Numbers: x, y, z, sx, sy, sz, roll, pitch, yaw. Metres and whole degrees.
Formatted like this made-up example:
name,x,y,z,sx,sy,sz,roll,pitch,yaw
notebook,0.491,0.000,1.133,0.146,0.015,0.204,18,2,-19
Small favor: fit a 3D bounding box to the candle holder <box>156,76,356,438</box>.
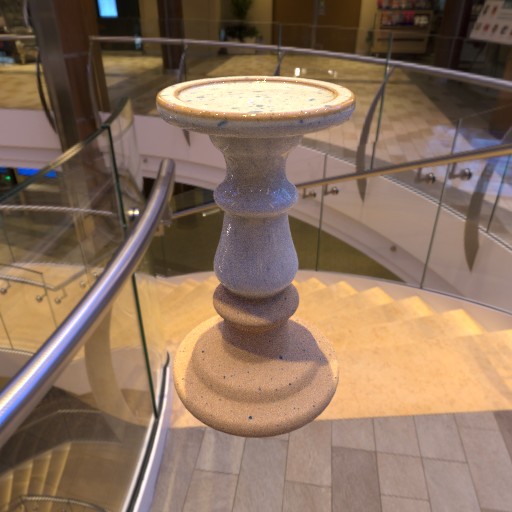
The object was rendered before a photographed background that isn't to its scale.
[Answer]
name,x,y,z,sx,sy,sz,roll,pitch,yaw
candle holder,0.000,0.000,0.284,0.123,0.202,0.123,0,31,0
